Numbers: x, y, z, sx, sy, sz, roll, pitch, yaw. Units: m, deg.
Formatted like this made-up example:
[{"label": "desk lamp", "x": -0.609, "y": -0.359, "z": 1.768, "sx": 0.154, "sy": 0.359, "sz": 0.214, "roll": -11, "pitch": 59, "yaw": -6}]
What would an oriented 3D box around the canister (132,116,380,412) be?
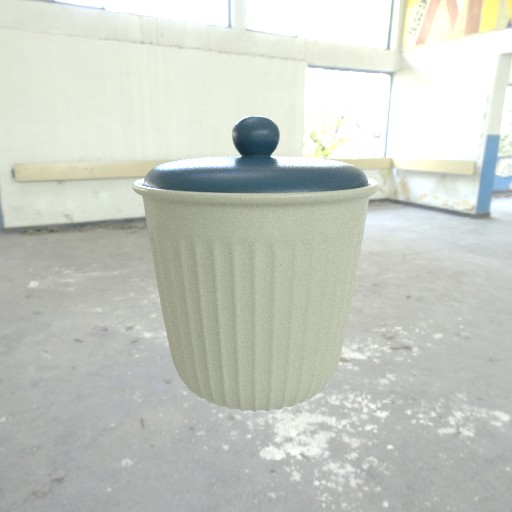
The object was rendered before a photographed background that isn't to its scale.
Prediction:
[{"label": "canister", "x": 0.000, "y": 0.000, "z": 0.349, "sx": 0.181, "sy": 0.211, "sz": 0.181, "roll": 0, "pitch": 15, "yaw": 0}]
